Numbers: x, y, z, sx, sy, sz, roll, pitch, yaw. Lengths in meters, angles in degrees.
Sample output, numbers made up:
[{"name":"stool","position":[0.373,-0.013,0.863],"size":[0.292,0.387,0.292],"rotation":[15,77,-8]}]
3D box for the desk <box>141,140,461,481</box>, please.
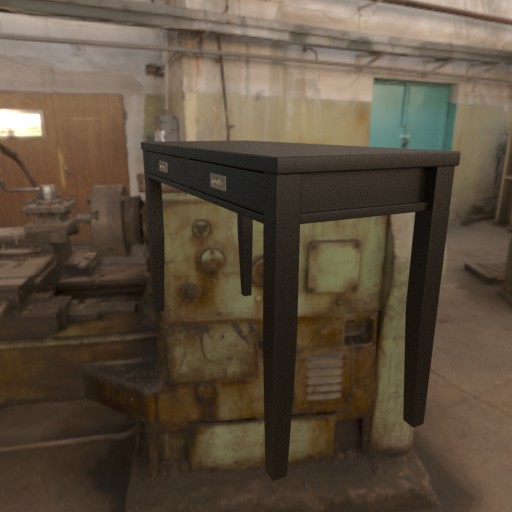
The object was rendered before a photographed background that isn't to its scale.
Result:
[{"name":"desk","position":[0.000,0.000,1.596],"size":[0.508,0.775,1.220],"rotation":[-8,18,-25]}]
